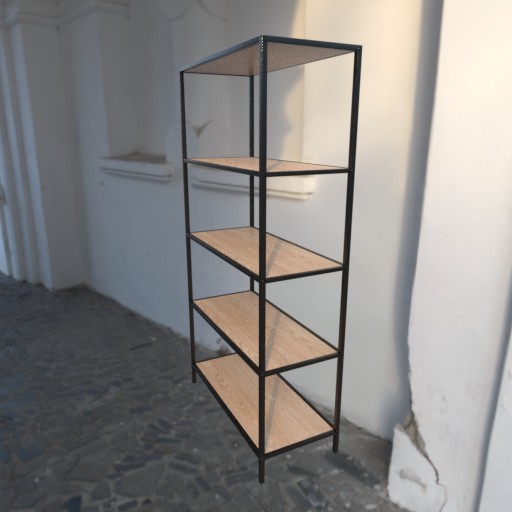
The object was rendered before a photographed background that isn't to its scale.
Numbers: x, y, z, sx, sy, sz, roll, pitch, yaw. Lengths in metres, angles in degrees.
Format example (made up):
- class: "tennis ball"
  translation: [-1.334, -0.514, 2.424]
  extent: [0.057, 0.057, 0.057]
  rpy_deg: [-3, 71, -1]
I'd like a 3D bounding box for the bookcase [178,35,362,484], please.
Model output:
- class: "bookcase"
  translation: [0.000, 0.000, 1.826]
  extent: [0.350, 1.500, 0.770]
  rpy_deg: [-8, 18, -26]
